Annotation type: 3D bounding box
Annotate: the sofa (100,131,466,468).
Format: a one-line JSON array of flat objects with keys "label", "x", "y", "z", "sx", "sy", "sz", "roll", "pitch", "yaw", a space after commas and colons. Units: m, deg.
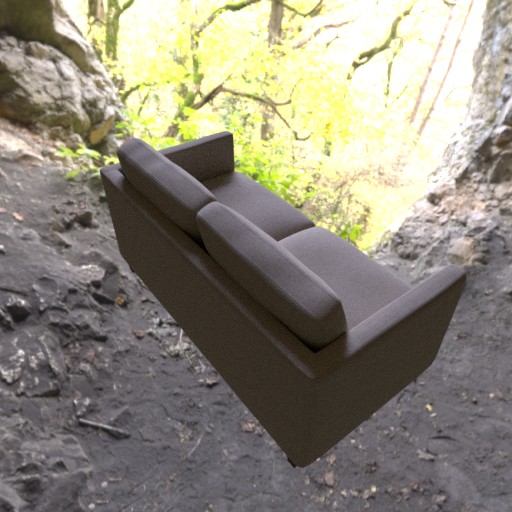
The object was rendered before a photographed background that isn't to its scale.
[{"label": "sofa", "x": 0.000, "y": 0.000, "z": 2.436, "sx": 0.951, "sy": 0.947, "sz": 1.884, "roll": -26, "pitch": 46, "yaw": -28}]
